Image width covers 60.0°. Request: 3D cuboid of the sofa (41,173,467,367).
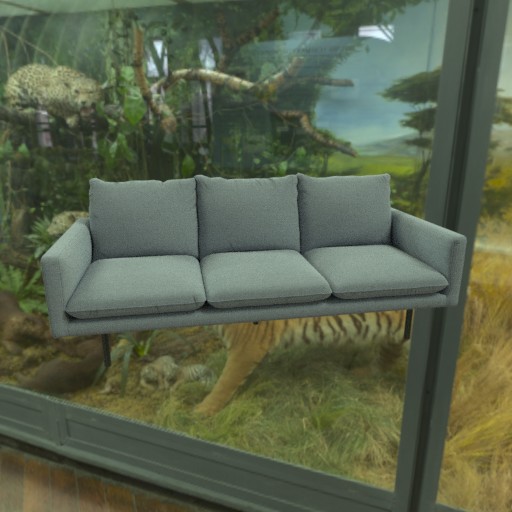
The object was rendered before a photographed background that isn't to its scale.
[{"bbox_3d":[0.000,0.000,2.446,2.000,0.830,0.850,-3,17,-10],"label":"sofa"}]
